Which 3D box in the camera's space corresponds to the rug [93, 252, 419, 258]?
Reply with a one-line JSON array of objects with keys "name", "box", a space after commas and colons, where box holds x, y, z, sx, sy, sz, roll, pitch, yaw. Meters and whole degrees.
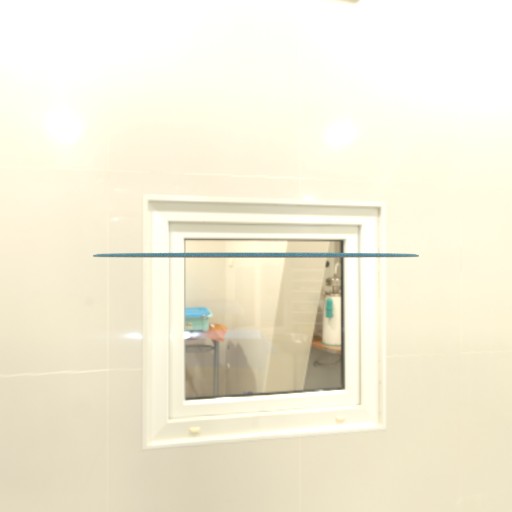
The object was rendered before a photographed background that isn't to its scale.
[{"name": "rug", "box": [0.000, 0.000, 2.307, 1.593, 0.012, 1.593, 0, 0, 0]}]
